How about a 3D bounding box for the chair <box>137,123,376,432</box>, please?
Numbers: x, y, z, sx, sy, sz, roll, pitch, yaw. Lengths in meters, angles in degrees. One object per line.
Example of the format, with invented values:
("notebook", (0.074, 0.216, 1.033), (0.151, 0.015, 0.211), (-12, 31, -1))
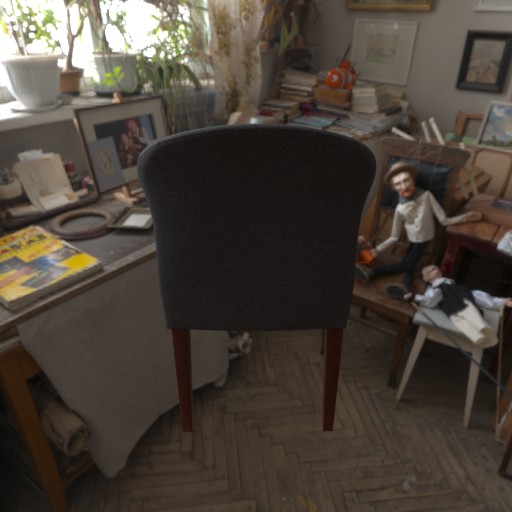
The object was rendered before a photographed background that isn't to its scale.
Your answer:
("chair", (0.000, 0.000, 1.271), (0.506, 0.879, 0.619), (0, 29, 0))
